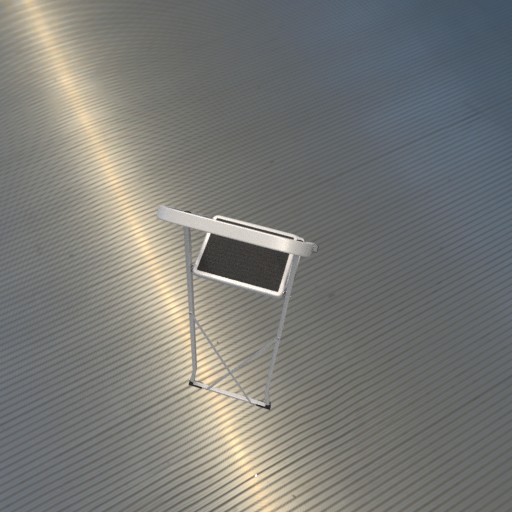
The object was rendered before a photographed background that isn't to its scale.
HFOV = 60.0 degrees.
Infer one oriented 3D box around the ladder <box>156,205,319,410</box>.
[{"bbox_3d":[0.000,0.000,1.737,0.460,1.265,0.914,15,65,7],"label":"ladder"}]
